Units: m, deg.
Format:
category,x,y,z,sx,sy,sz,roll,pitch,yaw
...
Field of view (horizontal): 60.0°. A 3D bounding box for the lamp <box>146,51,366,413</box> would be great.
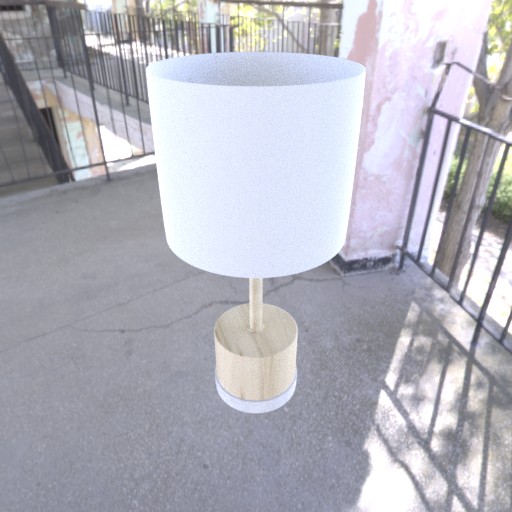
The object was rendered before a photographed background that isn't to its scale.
category,x,y,z,sx,sy,sz,roll,pitch,yaw
lamp,0.000,0.000,0.589,0.229,0.470,0.229,-9,33,-15
